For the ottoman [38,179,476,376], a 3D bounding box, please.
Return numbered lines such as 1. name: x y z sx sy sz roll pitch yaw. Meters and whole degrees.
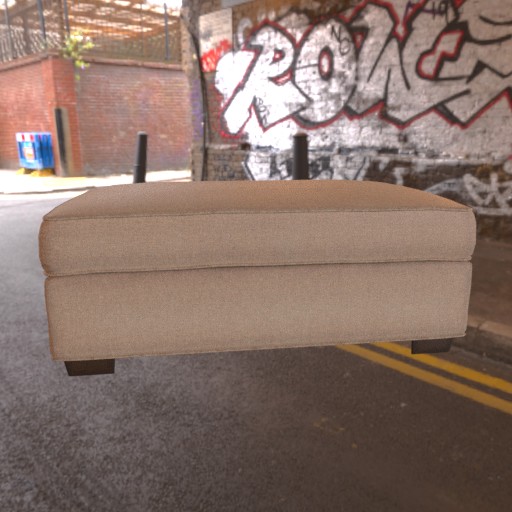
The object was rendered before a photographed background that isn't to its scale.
1. ottoman: 0.000 0.000 1.394 1.097 0.448 0.617 -2 15 -7
